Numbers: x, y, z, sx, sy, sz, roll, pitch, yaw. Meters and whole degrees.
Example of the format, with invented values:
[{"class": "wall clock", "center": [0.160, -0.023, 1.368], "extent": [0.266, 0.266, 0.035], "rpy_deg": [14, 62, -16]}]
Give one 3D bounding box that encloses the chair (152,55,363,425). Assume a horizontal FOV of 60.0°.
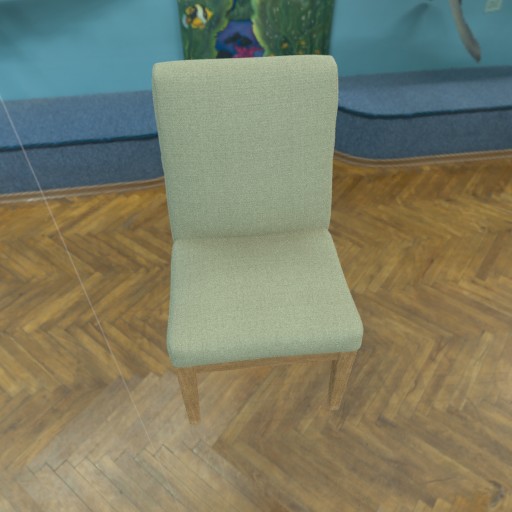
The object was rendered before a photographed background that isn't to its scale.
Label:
[{"class": "chair", "center": [0.000, 0.000, 1.275], "extent": [0.507, 0.911, 0.586], "rpy_deg": [-4, 46, -4]}]
